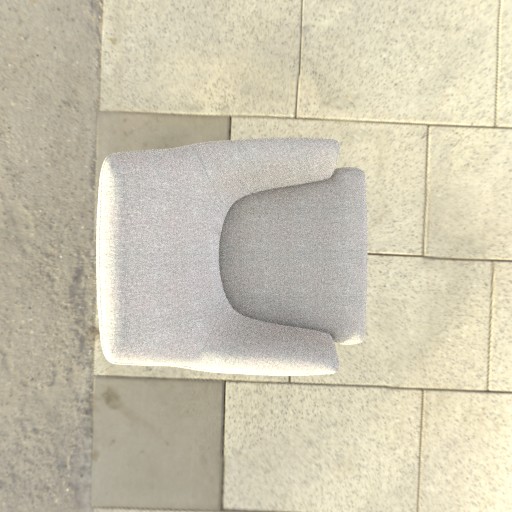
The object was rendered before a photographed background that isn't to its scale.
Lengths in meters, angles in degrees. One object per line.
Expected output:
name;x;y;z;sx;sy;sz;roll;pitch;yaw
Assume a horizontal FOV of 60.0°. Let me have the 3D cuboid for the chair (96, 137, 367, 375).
chair;0.000;0.000;1.349;0.677;0.874;0.642;0;91;0
